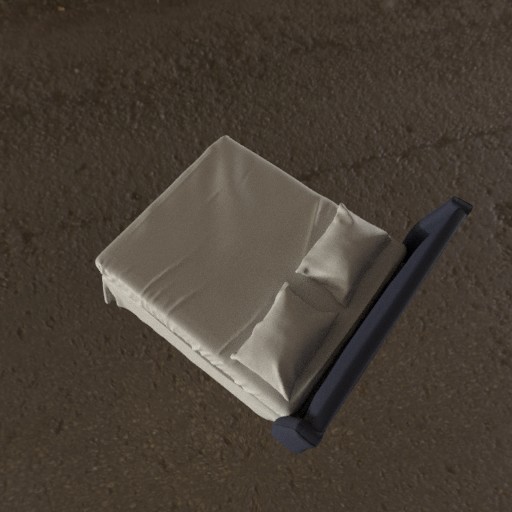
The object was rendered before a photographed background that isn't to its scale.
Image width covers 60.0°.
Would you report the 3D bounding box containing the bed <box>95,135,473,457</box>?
[{"bbox_3d":[0.000,0.000,3.529,2.276,1.332,1.925,35,69,16],"label":"bed"}]
